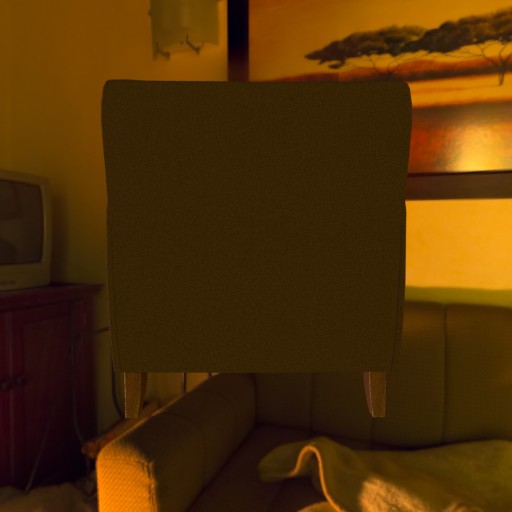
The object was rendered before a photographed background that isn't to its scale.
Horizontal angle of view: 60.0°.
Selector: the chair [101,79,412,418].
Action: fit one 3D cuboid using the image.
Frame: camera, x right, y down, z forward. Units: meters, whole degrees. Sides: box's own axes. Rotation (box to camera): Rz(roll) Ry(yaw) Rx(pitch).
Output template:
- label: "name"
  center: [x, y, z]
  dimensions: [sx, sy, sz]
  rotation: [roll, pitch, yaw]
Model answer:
- label: "chair"
  center: [0.000, 0.000, 1.520]
  dimensions: [0.836, 0.911, 0.831]
  rotation: [0, 1, -1]
